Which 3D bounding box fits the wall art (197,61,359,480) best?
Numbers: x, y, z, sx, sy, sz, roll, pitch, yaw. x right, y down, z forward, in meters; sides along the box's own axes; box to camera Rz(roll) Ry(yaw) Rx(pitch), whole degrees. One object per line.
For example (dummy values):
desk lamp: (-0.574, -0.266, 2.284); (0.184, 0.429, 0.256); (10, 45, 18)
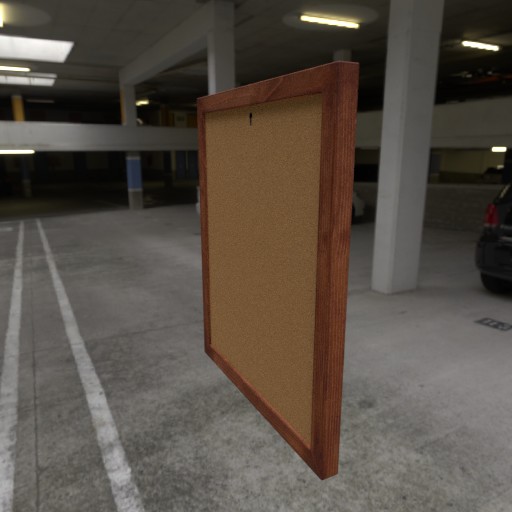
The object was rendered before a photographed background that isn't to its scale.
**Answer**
wall art: (0.000, 0.000, 0.771); (0.030, 0.558, 0.462); (-7, 16, -27)
